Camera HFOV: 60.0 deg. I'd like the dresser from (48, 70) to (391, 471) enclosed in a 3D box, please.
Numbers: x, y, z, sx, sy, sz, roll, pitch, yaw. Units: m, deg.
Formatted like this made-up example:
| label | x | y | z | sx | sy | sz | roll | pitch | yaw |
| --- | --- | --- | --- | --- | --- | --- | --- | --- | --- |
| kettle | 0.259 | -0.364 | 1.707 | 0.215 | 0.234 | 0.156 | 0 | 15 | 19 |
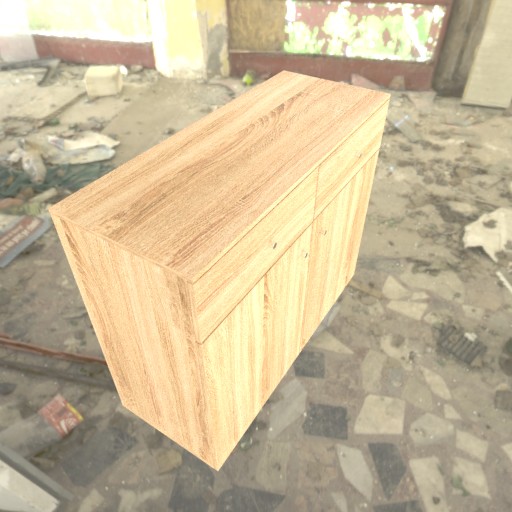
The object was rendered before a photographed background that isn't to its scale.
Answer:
| label | x | y | z | sx | sy | sz | roll | pitch | yaw |
| --- | --- | --- | --- | --- | --- | --- | --- | --- | --- |
| dresser | 0.000 | 0.000 | 1.590 | 0.450 | 0.900 | 1.100 | 23 | 47 | 24 |
